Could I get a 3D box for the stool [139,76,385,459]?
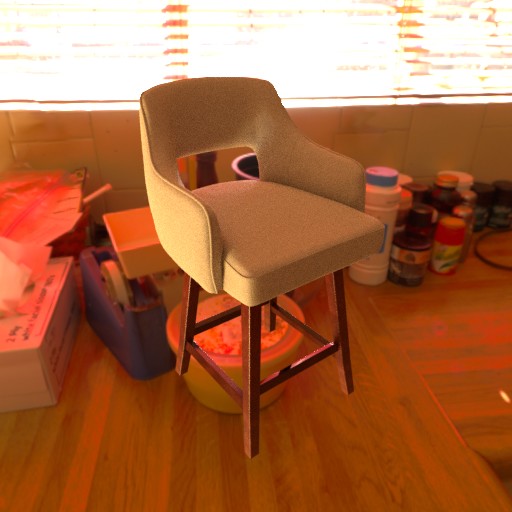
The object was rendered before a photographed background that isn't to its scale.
[{"bbox_3d":[0.000,0.000,1.306,0.550,0.936,0.560,-20,34,-32],"label":"stool"}]
